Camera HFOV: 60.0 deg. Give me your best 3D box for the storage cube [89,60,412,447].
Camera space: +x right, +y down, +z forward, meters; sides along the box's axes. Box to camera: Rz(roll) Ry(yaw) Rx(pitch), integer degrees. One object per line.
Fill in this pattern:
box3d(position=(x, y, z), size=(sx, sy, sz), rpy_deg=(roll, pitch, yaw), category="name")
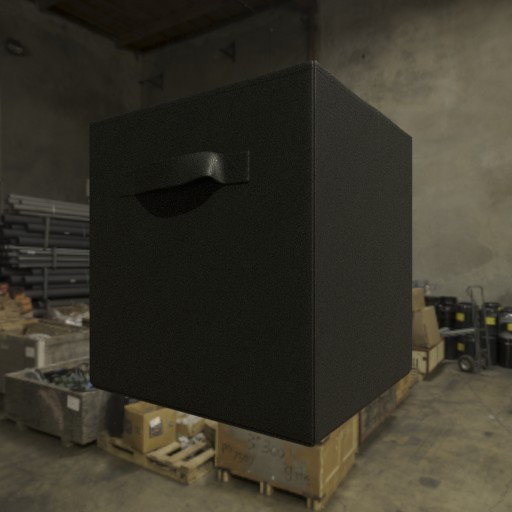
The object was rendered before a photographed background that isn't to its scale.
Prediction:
box3d(position=(0.000, 0.000, 0.487), size=(0.270, 0.280, 0.270), rpy_deg=(0, 0, 35), category="storage cube")
